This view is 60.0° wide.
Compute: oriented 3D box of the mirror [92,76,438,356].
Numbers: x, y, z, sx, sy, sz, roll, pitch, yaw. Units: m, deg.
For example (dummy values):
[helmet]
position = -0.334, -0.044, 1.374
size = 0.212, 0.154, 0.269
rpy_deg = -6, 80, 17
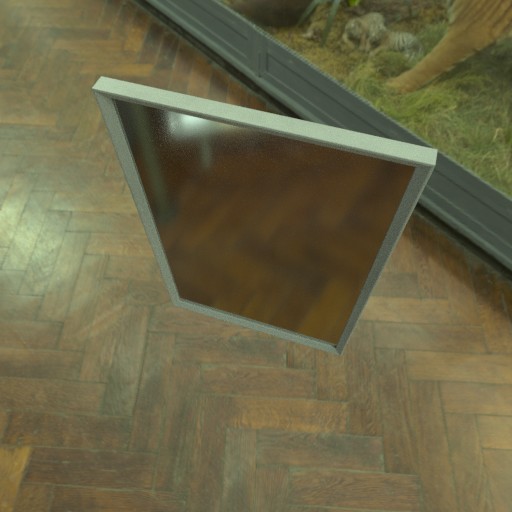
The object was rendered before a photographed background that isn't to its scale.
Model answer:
[mirror]
position = 0.000, 0.000, 1.149
size = 0.609, 0.915, 0.041
rpy_deg = 15, 60, 9
